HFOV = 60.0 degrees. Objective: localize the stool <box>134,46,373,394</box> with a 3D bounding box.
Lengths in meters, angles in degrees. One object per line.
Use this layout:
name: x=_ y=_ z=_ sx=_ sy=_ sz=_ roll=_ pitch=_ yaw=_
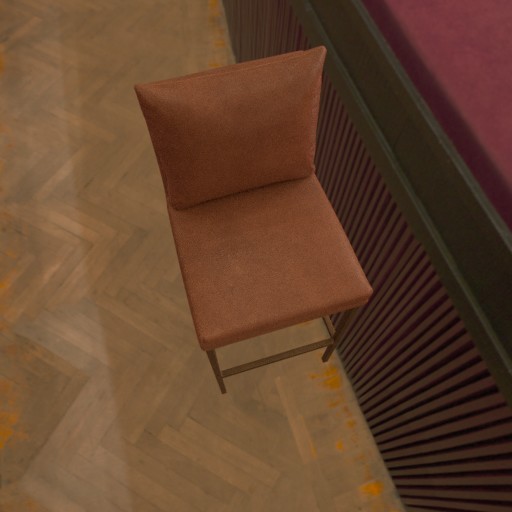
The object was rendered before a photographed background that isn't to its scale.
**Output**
stool: x=0.000 y=0.000 z=1.391 sx=0.463 sy=1.124 sz=0.571 roll=-15 pitch=64 yaw=-8
